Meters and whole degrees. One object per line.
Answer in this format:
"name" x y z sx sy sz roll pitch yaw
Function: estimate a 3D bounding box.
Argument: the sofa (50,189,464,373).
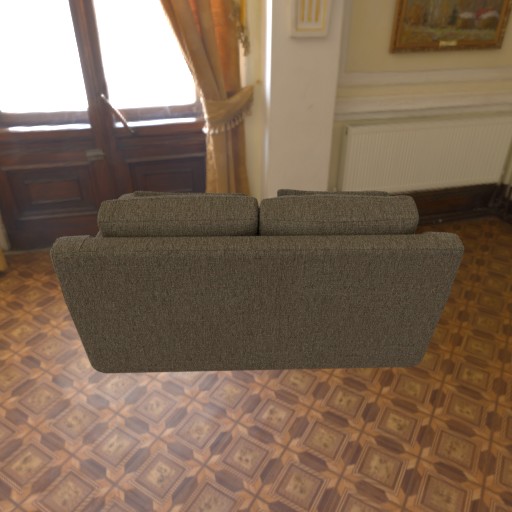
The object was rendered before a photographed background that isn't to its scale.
"sofa" 0.000 0.000 2.474 1.778 0.991 1.120 -1 31 -1
